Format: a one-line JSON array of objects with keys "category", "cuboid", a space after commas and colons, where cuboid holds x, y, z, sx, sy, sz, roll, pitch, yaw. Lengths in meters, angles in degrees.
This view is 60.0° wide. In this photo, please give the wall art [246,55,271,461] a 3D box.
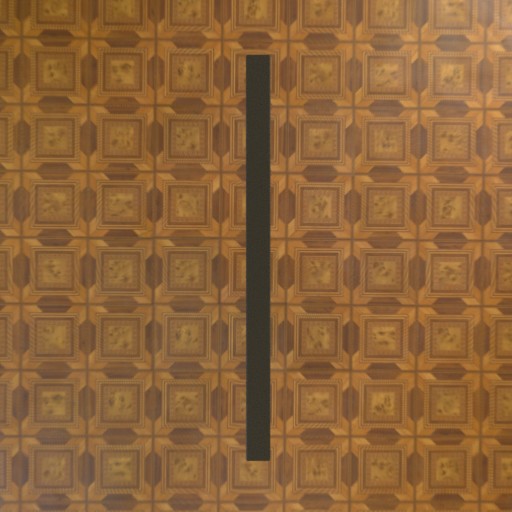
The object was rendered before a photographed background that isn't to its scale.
[{"category": "wall art", "cuboid": [0.000, 0.000, 0.776, 0.028, 0.558, 0.457, 0, 91, -1]}]
